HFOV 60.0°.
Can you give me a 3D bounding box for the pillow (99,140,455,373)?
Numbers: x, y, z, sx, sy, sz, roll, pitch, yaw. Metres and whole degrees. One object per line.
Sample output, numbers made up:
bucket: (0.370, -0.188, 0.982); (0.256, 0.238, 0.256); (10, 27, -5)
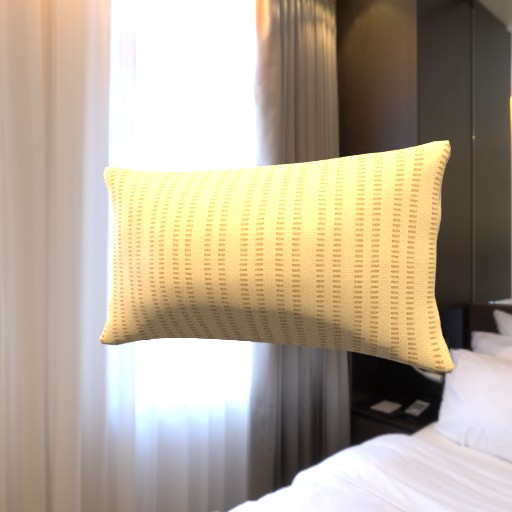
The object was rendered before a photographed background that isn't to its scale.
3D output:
pillow: (0.000, 0.000, 0.783); (0.640, 0.353, 0.210); (0, 0, 19)
